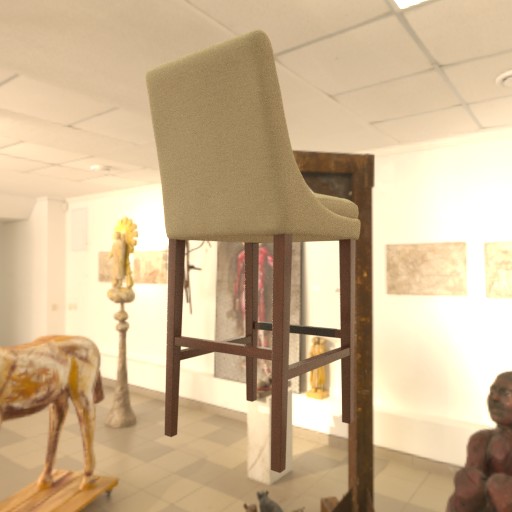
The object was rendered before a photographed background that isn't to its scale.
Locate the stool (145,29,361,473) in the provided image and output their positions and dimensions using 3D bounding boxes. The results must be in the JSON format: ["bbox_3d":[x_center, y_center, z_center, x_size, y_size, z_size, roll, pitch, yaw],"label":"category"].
[{"bbox_3d":[0.000,0.000,1.369,0.470,1.078,0.577,-1,-1,36],"label":"stool"}]
